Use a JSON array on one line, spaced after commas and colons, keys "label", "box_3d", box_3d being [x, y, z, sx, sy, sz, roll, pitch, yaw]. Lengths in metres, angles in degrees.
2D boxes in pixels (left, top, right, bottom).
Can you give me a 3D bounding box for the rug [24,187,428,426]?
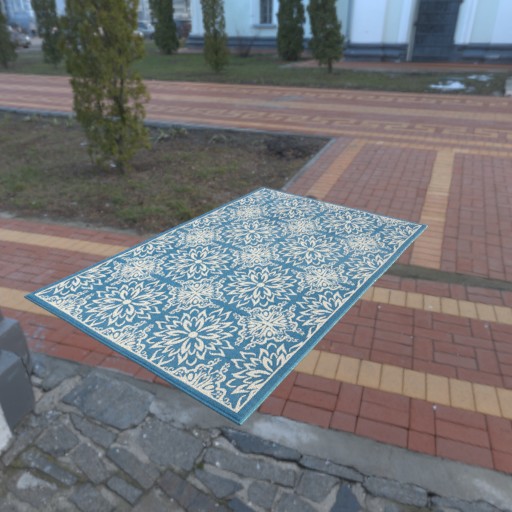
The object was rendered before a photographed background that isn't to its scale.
[{"label": "rug", "box_3d": [0.000, 0.000, 3.479, 1.830, 0.018, 2.769, 19, 33, 31]}]
